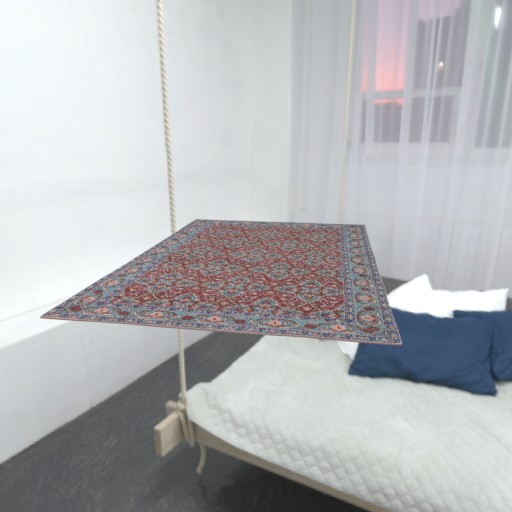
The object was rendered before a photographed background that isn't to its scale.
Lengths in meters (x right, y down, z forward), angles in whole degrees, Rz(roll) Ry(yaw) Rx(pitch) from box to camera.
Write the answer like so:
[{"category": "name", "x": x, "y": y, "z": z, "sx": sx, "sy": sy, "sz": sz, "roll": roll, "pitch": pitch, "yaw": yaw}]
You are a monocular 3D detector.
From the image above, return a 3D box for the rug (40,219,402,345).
[{"category": "rug", "x": 0.000, "y": 0.000, "z": 2.309, "sx": 1.219, "sy": 0.009, "sz": 1.829, "roll": 3, "pitch": 16, "yaw": 9}]
